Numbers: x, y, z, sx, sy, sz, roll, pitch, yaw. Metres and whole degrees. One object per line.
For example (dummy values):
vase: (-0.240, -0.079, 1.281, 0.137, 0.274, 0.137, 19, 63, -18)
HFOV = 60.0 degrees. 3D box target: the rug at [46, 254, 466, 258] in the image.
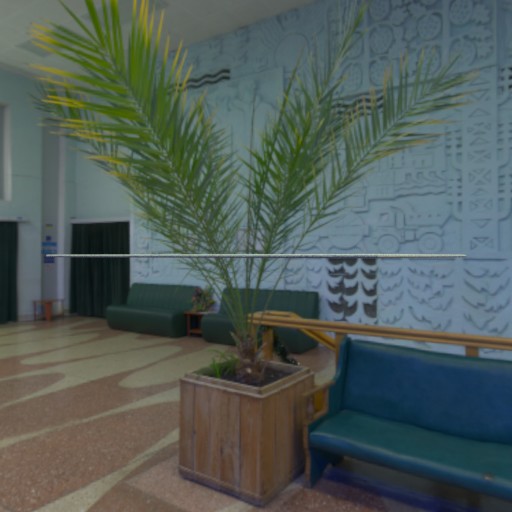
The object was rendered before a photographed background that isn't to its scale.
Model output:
rug: (0.000, 0.000, 2.760, 2.132, 0.015, 1.526, 0, 0, 36)
